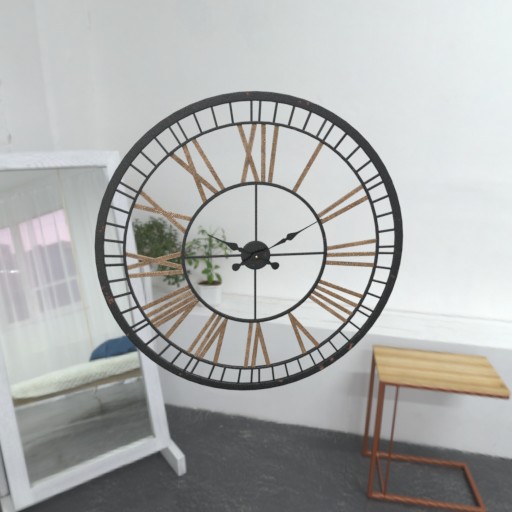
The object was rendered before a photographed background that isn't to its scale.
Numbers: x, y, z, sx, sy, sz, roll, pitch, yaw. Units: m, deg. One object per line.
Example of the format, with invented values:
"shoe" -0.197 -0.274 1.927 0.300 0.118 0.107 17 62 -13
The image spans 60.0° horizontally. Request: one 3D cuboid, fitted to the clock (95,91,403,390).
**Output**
"clock" 0.000 0.000 1.206 0.843 0.843 0.025 -2 17 -7
